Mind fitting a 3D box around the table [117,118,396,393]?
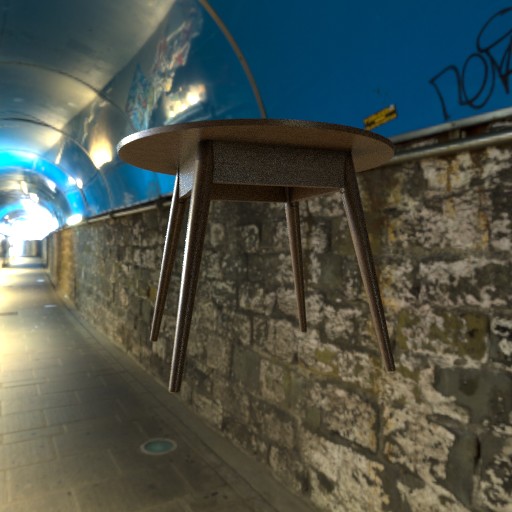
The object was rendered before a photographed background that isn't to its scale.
[{"bbox_3d":[0.000,0.000,1.764,1.053,0.786,1.053,0,1,0],"label":"table"}]
